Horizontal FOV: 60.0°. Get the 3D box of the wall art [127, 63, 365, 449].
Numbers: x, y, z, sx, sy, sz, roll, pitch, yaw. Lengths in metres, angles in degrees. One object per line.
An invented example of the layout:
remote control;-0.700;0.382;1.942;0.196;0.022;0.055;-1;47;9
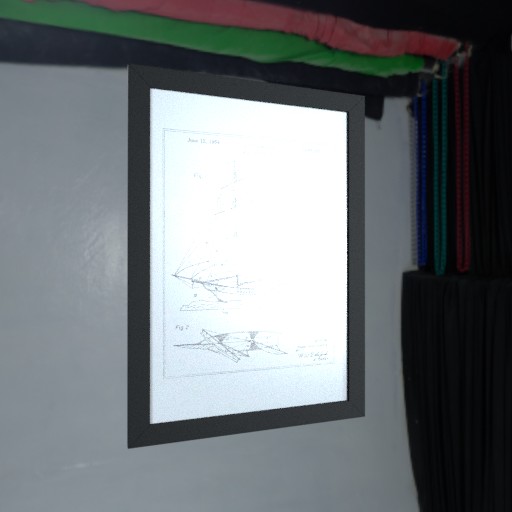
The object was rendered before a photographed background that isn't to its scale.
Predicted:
wall art;0.000;0.000;0.586;0.326;0.459;0.011;0;0;-19
